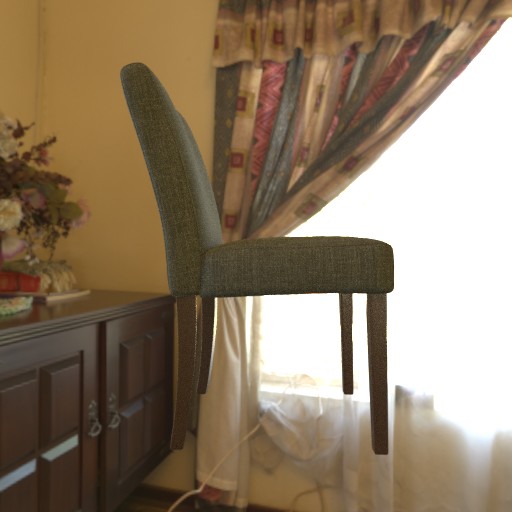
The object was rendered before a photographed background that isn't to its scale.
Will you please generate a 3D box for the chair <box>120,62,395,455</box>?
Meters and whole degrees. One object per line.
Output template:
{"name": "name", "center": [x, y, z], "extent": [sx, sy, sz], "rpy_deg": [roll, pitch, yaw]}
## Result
{"name": "chair", "center": [0.000, 0.000, 1.208], "extent": [0.629, 0.884, 0.487], "rpy_deg": [0, 1, 2]}
